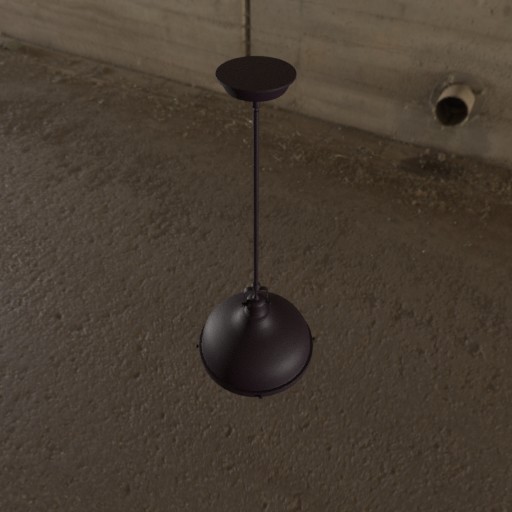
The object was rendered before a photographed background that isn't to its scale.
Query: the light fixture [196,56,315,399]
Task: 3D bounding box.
[{"bbox_3d":[0.000,0.000,1.017,0.341,0.849,0.341,-3,46,-3],"label":"light fixture"}]
